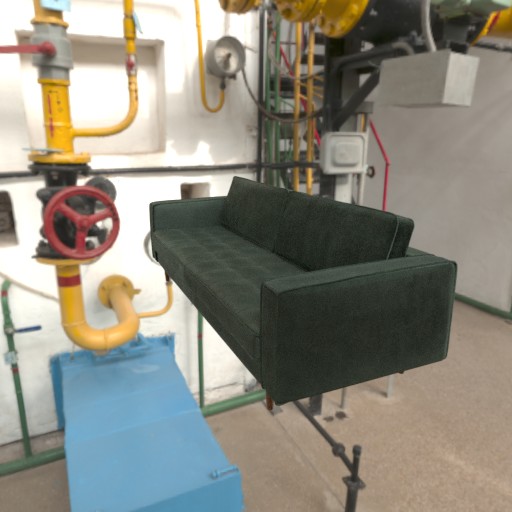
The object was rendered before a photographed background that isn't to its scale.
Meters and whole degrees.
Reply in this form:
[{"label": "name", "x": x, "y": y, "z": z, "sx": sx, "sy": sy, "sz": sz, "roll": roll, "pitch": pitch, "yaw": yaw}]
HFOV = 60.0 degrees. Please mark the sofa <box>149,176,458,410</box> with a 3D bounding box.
[{"label": "sofa", "x": 0.000, "y": 0.000, "z": 2.666, "sx": 0.886, "sy": 0.781, "sz": 2.214, "roll": -7, "pitch": 17, "yaw": -23}]
